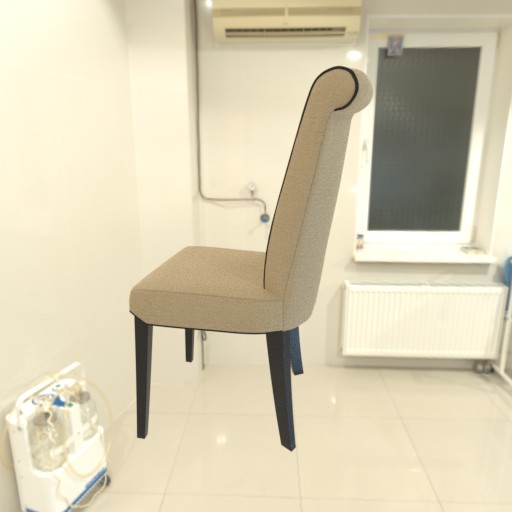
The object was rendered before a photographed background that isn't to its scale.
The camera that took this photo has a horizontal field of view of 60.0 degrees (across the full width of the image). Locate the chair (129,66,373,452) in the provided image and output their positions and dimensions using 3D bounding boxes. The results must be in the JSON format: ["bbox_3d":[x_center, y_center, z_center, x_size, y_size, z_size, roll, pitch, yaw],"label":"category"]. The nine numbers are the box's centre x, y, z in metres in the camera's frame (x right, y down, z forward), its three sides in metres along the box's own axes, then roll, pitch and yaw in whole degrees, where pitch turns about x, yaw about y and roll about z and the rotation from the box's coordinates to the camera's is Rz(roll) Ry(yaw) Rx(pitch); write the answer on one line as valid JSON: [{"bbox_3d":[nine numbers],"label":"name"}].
[{"bbox_3d":[0.000,0.000,1.343,0.623,0.997,0.522,2,15,9],"label":"chair"}]
